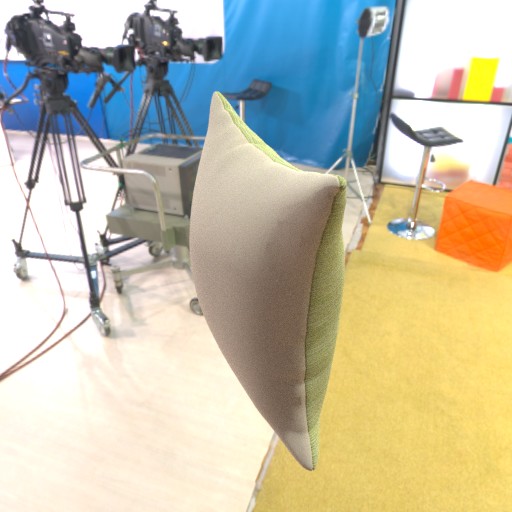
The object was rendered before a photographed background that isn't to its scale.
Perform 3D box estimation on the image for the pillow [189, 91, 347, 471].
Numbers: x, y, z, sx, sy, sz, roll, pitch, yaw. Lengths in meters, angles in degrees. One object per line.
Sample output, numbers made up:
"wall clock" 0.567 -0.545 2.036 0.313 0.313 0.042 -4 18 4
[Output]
"pillow" 0.000 0.000 0.800 0.229 0.487 0.560 -9 31 -16
